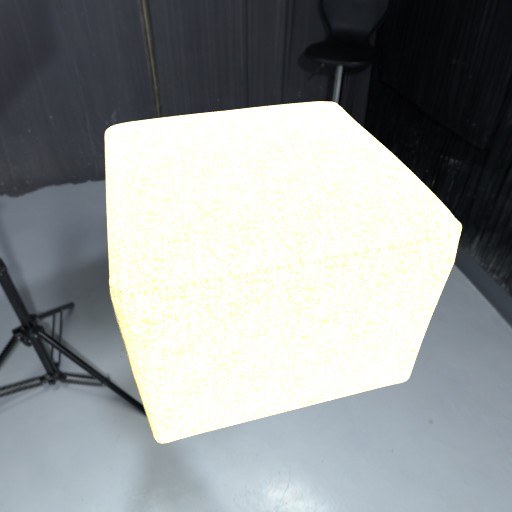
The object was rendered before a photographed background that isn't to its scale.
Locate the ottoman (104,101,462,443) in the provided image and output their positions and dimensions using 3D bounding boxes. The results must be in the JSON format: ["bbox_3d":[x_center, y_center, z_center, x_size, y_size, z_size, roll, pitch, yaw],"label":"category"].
[{"bbox_3d":[0.000,0.000,0.889,0.512,0.441,0.505,-10,42,-12],"label":"ottoman"}]
